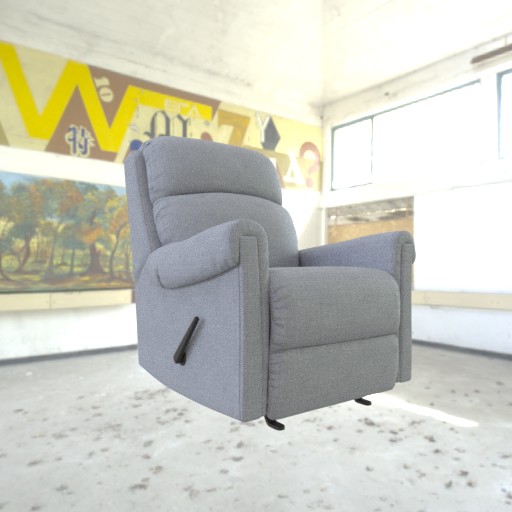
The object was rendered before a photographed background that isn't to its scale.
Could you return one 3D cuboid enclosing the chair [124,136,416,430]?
[{"bbox_3d":[0.000,0.000,1.786,0.838,1.054,1.014,1,-1,-36],"label":"chair"}]
